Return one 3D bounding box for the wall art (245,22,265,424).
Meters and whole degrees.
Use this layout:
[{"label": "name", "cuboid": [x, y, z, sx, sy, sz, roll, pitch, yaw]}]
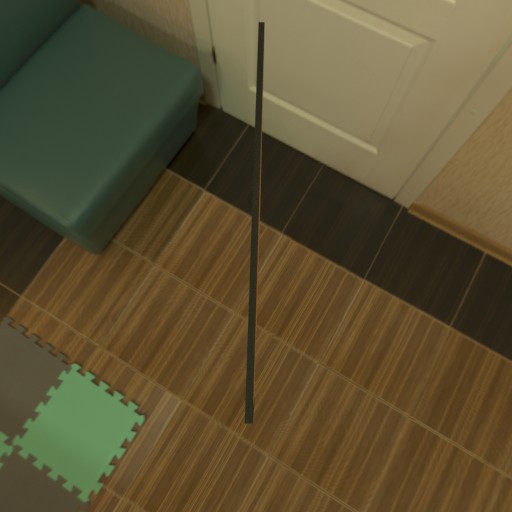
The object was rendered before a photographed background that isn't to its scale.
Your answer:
[{"label": "wall art", "cuboid": [0.000, 0.000, 1.248, 0.013, 0.823, 0.823, 2, 74, 0]}]
